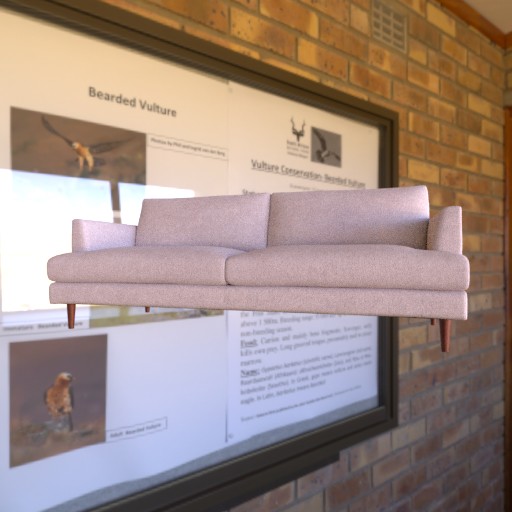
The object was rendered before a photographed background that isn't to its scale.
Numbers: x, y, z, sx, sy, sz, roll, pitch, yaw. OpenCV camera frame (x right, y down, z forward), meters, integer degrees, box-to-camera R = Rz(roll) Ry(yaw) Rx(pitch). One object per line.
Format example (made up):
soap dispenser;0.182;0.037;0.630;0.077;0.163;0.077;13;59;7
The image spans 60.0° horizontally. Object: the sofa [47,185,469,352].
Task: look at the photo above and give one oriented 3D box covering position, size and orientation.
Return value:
sofa;0.000;0.000;2.706;2.250;0.868;1.020;0;0;18
